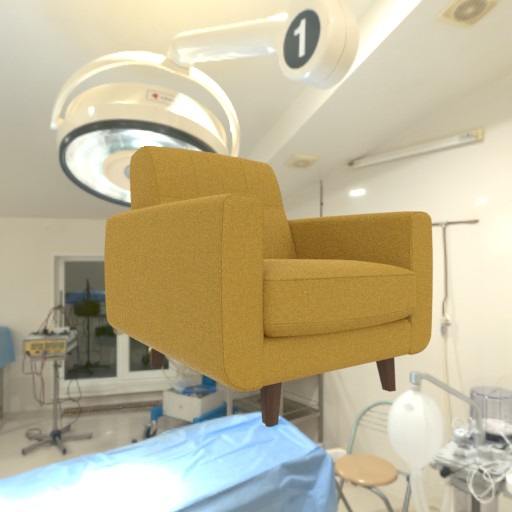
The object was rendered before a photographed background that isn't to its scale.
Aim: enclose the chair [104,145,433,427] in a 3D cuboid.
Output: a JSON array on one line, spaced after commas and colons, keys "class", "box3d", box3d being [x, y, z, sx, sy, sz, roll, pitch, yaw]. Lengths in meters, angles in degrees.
[{"class": "chair", "box3d": [0.000, 0.000, 1.562, 0.831, 0.841, 0.909, 0, 0, -36]}]
